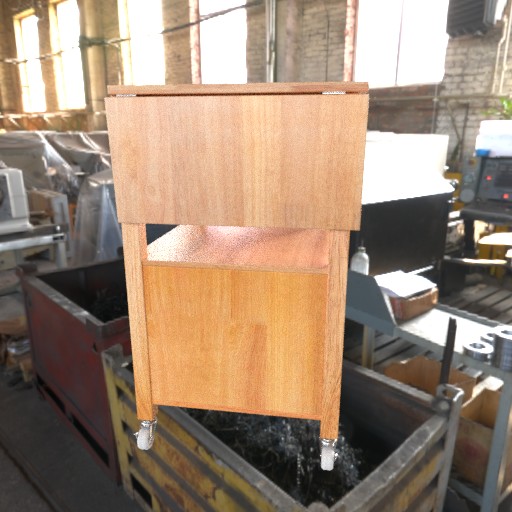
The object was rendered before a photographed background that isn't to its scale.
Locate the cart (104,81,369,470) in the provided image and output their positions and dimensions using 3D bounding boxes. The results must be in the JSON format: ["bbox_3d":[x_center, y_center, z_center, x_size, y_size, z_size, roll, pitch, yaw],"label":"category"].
[{"bbox_3d":[0.000,0.000,1.228,0.508,0.838,0.640,2,16,9],"label":"cart"}]
